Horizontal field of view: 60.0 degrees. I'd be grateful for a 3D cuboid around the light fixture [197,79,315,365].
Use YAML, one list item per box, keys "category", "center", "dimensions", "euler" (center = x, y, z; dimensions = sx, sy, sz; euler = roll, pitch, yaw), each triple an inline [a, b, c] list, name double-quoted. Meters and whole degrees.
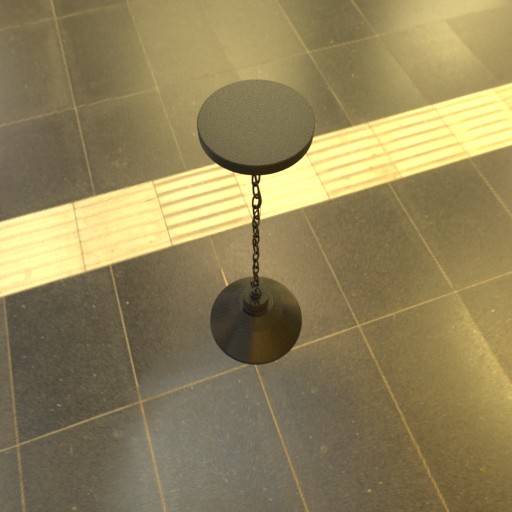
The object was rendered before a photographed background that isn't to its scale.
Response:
- category: "light fixture"
  center: [0.000, 0.000, 0.709]
  dimensions: [0.201, 0.588, 0.201]
  euler: [-36, 68, -17]
